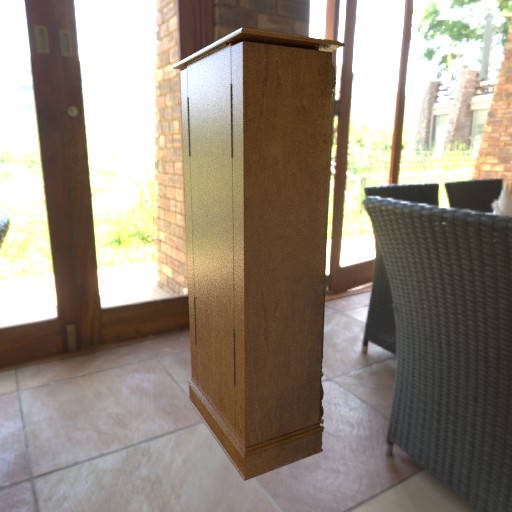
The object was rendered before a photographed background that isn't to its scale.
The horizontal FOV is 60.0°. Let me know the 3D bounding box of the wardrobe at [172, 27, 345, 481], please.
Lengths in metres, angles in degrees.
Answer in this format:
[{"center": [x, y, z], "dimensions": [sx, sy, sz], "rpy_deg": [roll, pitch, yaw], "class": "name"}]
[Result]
[{"center": [0.000, 0.000, 1.139], "dimensions": [0.273, 0.959, 0.406], "rpy_deg": [-7, 15, -27], "class": "wardrobe"}]
